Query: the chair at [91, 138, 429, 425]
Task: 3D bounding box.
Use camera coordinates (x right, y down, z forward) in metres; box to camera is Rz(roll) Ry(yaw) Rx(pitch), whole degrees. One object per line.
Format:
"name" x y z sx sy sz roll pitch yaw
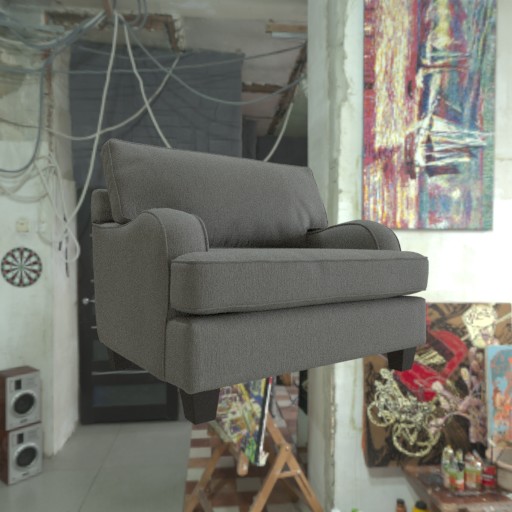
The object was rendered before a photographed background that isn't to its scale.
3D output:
"chair" 0.000 0.000 2.022 1.220 1.016 1.041 -1 1 -36
